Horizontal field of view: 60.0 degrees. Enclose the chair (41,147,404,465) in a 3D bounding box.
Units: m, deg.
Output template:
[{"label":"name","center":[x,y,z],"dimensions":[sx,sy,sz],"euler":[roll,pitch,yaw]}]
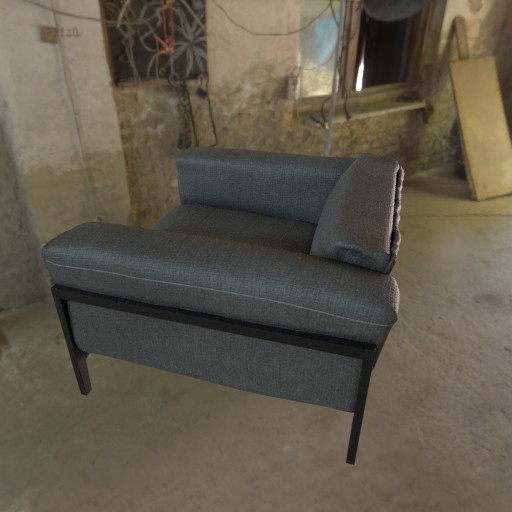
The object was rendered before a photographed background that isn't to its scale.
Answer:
[{"label":"chair","center":[0.000,0.000,1.631],"dimensions":[0.969,0.646,1.056],"euler":[9,32,14]}]
